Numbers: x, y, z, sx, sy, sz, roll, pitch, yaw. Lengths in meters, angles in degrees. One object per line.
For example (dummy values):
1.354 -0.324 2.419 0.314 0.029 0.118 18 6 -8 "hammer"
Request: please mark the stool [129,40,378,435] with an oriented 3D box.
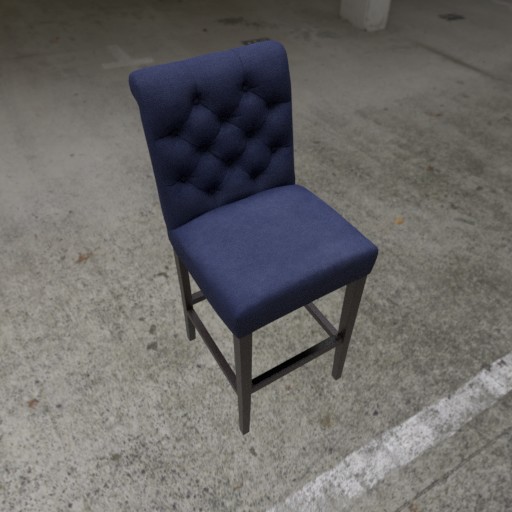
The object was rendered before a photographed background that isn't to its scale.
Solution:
0.000 0.000 1.471 0.493 1.140 0.601 -23 50 -21 "stool"
